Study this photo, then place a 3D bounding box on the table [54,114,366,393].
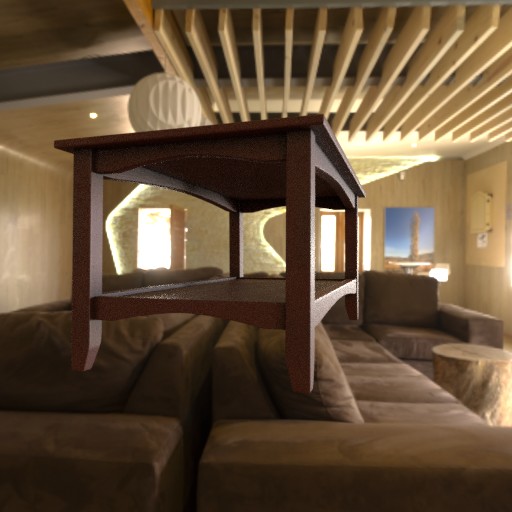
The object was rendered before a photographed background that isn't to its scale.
[{"bbox_3d":[0.000,0.000,1.237,0.533,0.456,0.943,0,0,18],"label":"table"}]
